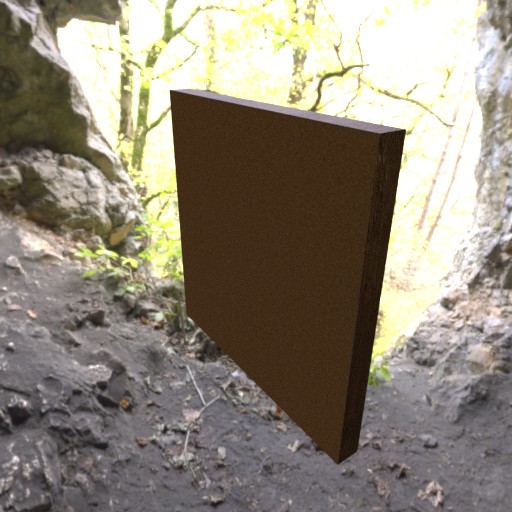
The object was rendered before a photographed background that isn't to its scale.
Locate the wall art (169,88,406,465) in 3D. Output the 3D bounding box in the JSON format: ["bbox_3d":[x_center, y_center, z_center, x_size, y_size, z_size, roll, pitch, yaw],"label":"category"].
[{"bbox_3d":[0.000,0.000,0.616,0.039,0.403,0.406,-18,31,-31],"label":"wall art"}]
